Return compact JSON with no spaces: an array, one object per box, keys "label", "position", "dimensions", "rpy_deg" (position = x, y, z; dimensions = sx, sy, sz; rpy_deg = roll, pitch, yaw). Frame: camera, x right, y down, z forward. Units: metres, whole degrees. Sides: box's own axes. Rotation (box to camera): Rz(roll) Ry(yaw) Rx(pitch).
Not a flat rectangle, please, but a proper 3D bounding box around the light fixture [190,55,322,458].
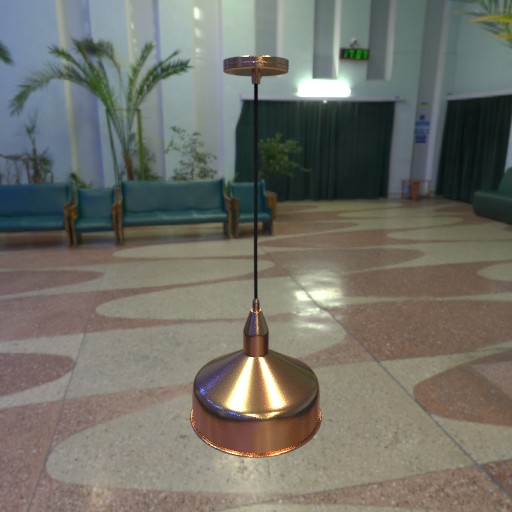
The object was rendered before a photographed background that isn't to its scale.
[{"label":"light fixture","position":[0.000,0.000,0.927],"dimensions":[0.301,0.754,0.301],"rpy_deg":[-3,15,-9]}]
